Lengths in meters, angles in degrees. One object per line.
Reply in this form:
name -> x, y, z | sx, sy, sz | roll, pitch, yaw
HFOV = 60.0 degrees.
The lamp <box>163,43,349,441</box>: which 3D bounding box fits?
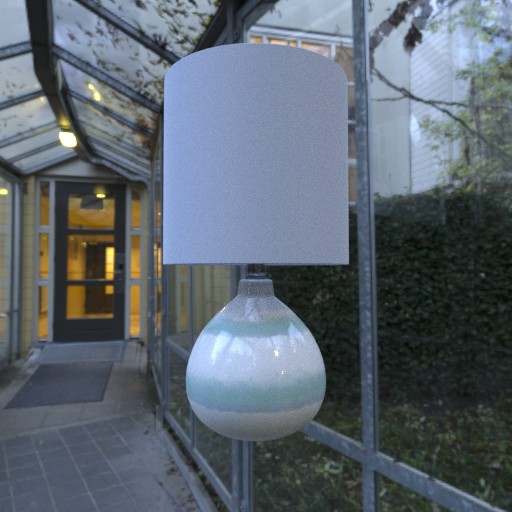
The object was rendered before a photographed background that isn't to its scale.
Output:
lamp -> 0.000, 0.000, 0.528 | 0.217, 0.404, 0.217 | 1, -2, -19
